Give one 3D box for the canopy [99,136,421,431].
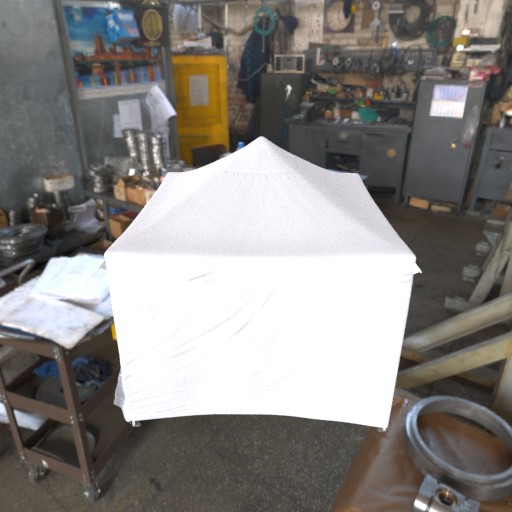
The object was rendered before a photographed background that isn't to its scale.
[{"bbox_3d":[0.000,0.000,5.677,3.121,2.997,3.043,1,25,1],"label":"canopy"}]
